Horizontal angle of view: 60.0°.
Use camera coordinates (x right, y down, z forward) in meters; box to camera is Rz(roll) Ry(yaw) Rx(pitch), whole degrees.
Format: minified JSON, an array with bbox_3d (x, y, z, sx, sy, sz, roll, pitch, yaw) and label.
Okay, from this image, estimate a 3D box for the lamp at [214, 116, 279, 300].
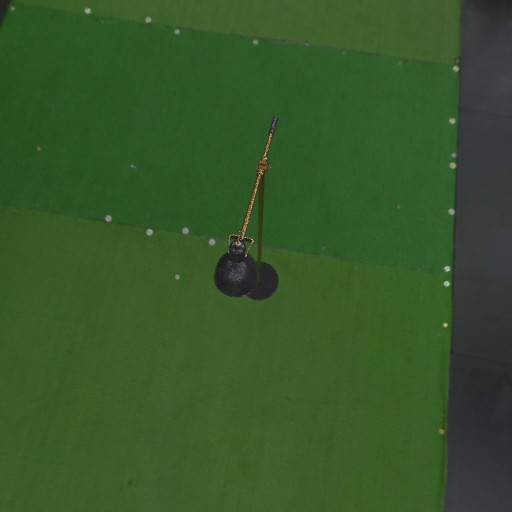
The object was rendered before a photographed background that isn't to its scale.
[{"bbox_3d":[0.000,0.000,1.852,0.235,1.628,0.618,12,74,3],"label":"lamp"}]
